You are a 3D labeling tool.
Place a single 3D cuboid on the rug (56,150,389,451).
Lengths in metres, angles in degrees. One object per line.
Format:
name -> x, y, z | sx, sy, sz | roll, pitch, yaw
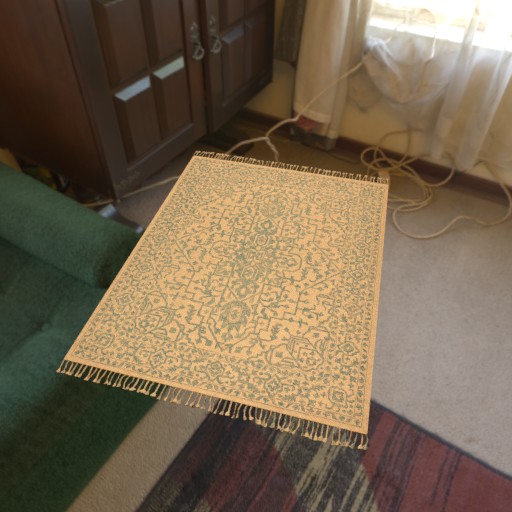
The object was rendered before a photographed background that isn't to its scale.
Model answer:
rug -> 0.000, 0.000, 4.417 | 2.464, 0.010, 3.327 | 11, 47, 10
